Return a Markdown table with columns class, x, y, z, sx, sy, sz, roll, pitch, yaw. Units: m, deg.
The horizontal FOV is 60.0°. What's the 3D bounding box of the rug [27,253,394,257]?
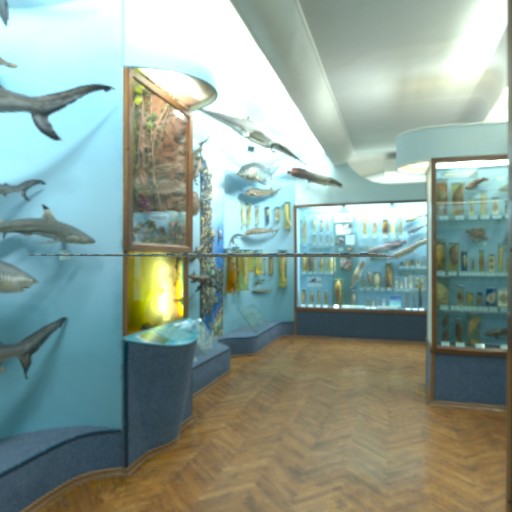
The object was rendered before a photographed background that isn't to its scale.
| class | x | y | z | sx | sy | sz | roll | pitch | yaw |
| --- | --- | --- | --- | --- | --- | --- | --- | --- | --- |
| rug | 0.000 | 0.000 | 4.249 | 2.453 | 0.008 | 3.059 | 0 | 0 | 19 |
